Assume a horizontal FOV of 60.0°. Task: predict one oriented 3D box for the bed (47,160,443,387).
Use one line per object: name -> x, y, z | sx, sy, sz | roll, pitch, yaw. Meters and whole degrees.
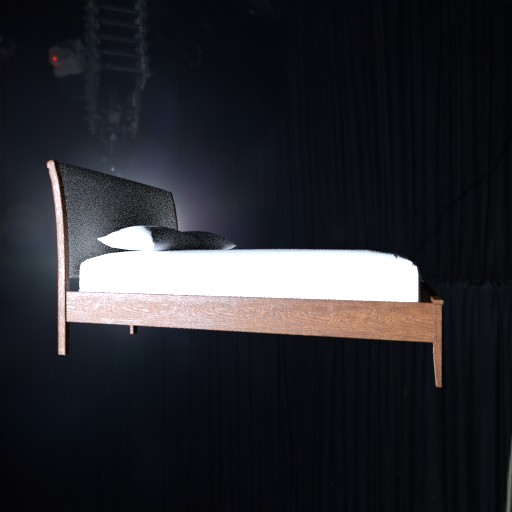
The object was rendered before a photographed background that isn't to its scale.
bed -> 0.000, 0.000, 3.236 | 2.380, 1.250, 1.612 | 0, 0, 18
